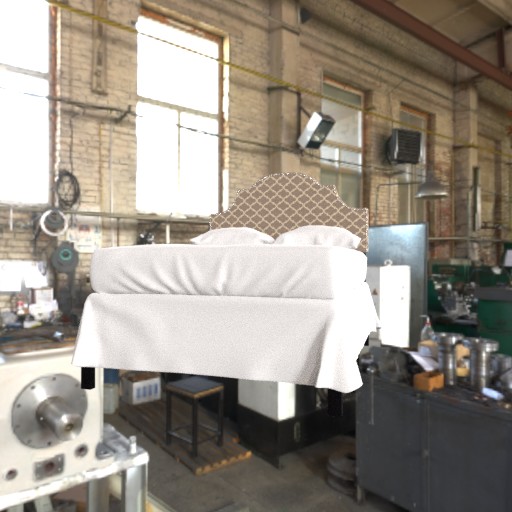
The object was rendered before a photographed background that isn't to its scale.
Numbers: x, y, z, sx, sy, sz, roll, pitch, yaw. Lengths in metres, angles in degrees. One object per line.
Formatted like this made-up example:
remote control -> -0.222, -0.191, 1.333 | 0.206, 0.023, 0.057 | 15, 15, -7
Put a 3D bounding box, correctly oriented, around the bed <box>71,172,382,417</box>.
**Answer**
bed -> 0.000, 0.000, 3.406 | 1.780, 1.633, 2.222 | 0, -1, 18
